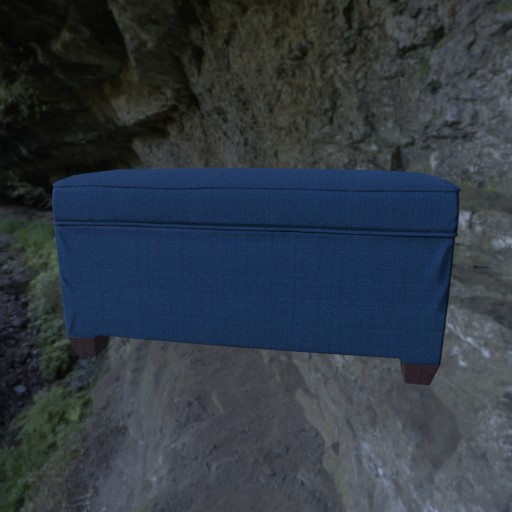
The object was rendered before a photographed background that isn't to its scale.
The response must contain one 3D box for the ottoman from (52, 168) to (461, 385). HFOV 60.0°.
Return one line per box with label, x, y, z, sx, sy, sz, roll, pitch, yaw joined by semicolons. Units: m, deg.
ottoman;0.000;0.000;1.234;0.943;0.474;0.474;2;15;9
